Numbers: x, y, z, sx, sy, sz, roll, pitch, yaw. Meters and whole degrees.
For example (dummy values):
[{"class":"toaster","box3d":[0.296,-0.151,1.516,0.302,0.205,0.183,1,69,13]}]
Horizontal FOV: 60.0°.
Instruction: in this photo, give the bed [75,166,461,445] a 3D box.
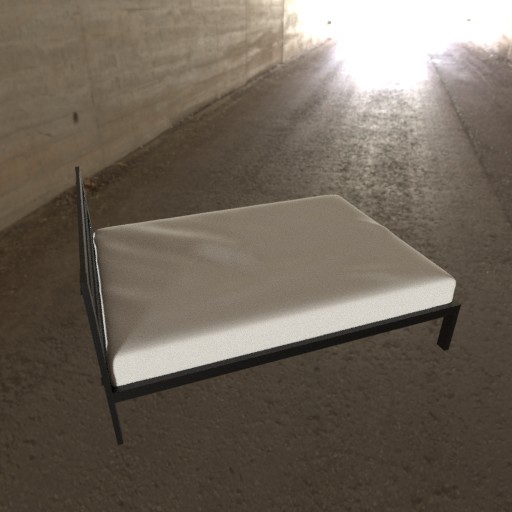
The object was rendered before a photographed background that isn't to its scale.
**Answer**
[{"class":"bed","box3d":[0.000,0.000,2.905,2.062,0.967,1.524,-10,31,-17]}]
